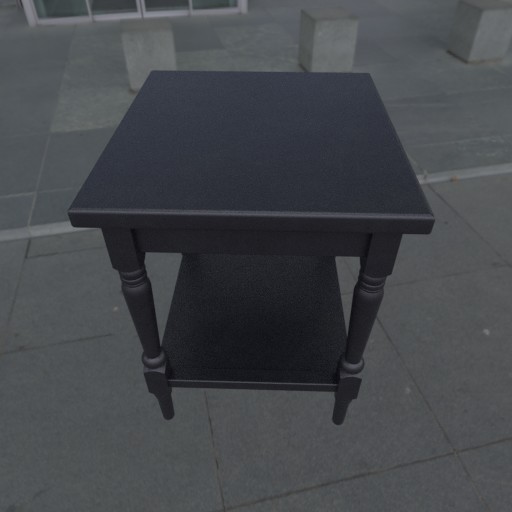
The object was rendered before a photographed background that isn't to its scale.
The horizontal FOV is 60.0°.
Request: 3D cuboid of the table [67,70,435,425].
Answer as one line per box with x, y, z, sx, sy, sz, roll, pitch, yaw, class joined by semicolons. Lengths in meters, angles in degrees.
0.000;0.000;0.897;0.442;0.565;0.488;1;41;1;table
